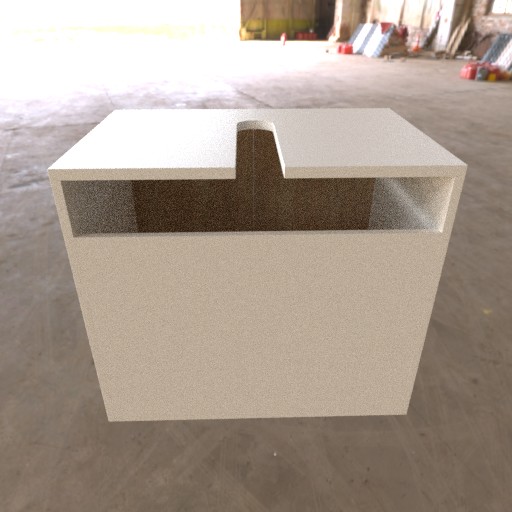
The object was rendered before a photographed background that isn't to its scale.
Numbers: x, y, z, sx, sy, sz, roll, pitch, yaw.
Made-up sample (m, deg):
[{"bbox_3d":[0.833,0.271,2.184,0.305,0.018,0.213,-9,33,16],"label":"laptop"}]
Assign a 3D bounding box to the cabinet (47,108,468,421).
[{"bbox_3d":[0.000,0.000,0.934,0.600,0.522,0.400,-1,30,-1],"label":"cabinet"}]
